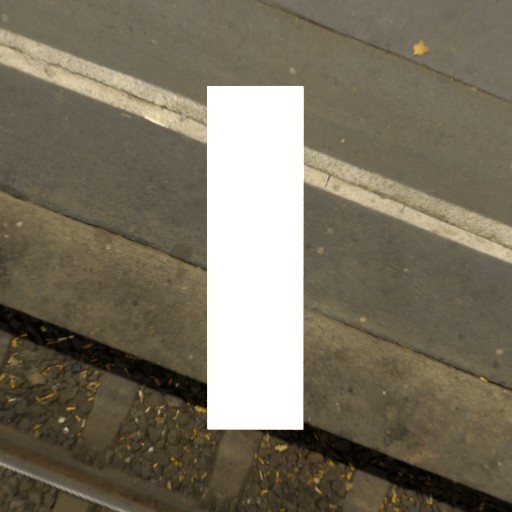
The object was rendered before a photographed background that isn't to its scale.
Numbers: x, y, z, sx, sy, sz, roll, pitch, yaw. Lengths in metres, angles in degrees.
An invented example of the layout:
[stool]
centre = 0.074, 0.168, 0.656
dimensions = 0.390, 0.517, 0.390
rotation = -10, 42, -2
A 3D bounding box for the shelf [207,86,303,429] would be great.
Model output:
[shelf]
centre = 0.000, 0.000, 1.976
dimensions = 0.250, 1.650, 0.890
rotation = 0, 90, 0
